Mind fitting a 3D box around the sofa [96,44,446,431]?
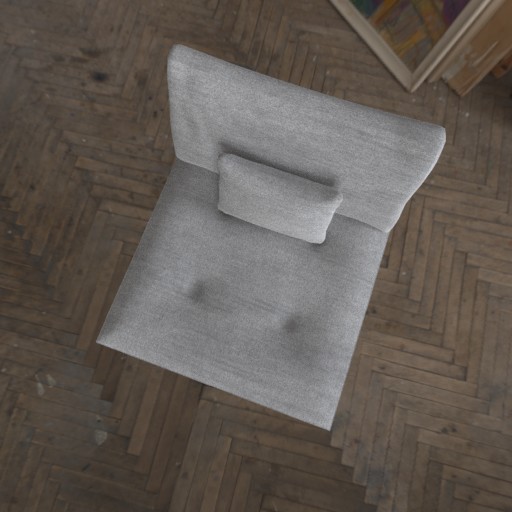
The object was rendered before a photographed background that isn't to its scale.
[{"bbox_3d":[0.000,0.000,1.647,0.930,0.820,1.000,19,77,5],"label":"sofa"}]
